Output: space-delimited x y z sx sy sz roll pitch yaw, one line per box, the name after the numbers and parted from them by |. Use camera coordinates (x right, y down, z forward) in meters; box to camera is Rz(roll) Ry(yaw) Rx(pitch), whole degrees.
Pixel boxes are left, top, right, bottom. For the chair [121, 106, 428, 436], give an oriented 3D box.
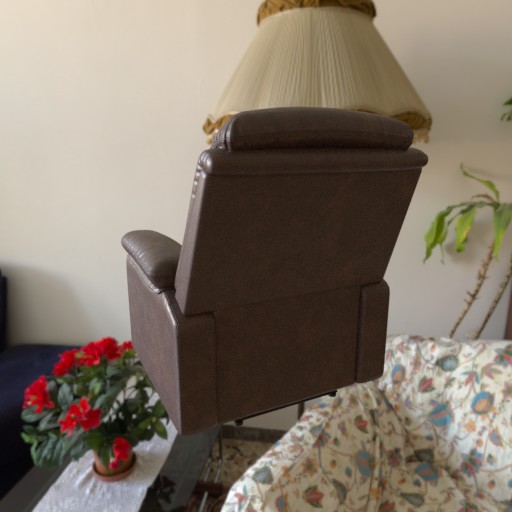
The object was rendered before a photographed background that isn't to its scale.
0.000 0.000 1.630 0.855 0.992 0.919 -7 16 -26 | chair
